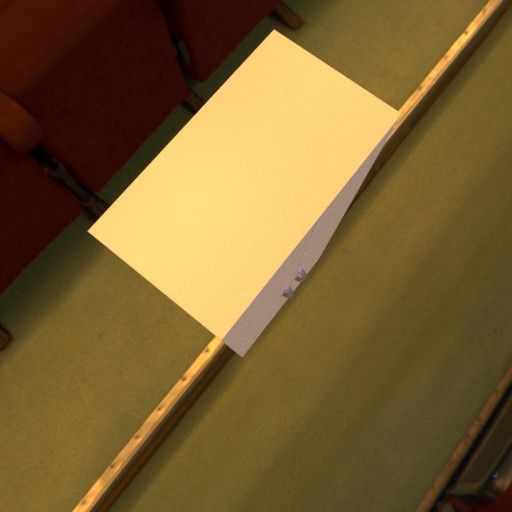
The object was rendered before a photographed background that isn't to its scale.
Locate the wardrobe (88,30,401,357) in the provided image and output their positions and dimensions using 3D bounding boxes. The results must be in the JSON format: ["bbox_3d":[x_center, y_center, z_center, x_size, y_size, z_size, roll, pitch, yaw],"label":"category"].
[{"bbox_3d":[0.000,0.000,1.965,0.470,1.700,0.760,37,79,9],"label":"wardrobe"}]
